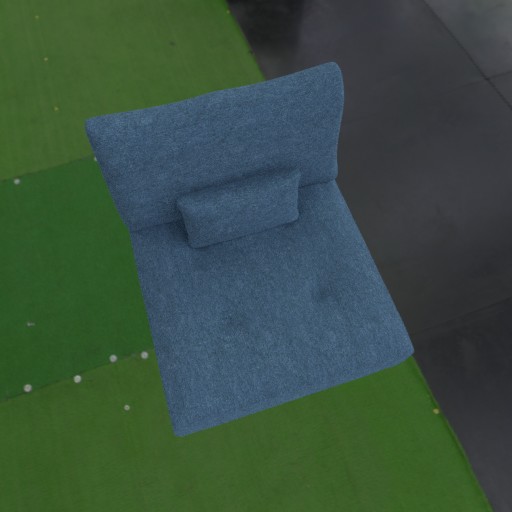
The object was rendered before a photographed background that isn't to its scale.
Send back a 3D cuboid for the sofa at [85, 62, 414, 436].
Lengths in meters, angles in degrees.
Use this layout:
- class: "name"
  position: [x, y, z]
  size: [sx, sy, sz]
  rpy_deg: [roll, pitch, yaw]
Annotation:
- class: "sofa"
  position: [0.000, 0.000, 1.675]
  size: [0.930, 0.820, 1.000]
  rpy_deg: [-16, 65, -8]
